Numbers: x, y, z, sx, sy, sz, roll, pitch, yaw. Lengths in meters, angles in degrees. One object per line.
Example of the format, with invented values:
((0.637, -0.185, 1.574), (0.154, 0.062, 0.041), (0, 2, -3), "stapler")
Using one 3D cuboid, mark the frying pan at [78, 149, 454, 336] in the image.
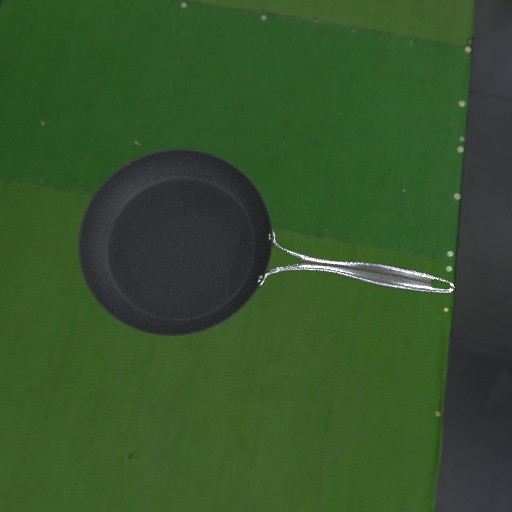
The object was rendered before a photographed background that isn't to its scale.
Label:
((0.000, 0.000, 0.575), (0.472, 0.105, 0.255), (13, 77, 3), "frying pan")
